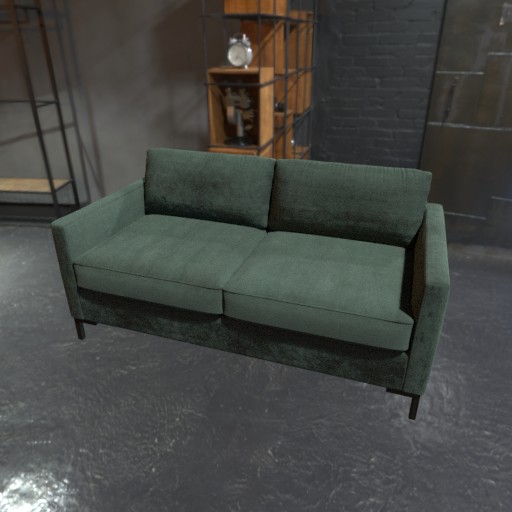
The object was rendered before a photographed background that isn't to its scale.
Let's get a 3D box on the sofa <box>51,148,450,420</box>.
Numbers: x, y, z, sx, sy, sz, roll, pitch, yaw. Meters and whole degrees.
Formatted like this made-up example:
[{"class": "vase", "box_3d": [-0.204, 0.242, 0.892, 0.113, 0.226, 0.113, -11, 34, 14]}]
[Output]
[{"class": "sofa", "box_3d": [0.000, 0.000, 2.146, 1.676, 0.817, 0.875, 9, 28, 17]}]
